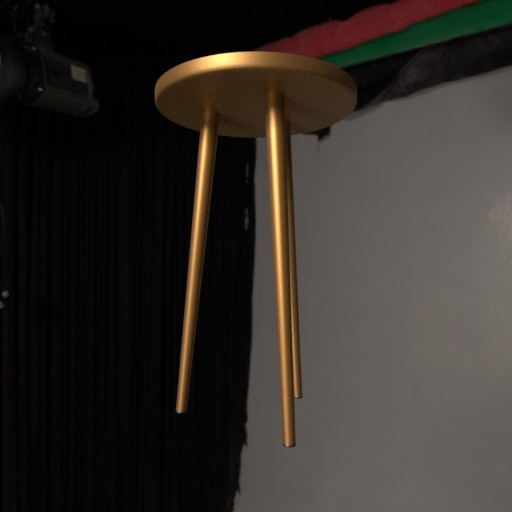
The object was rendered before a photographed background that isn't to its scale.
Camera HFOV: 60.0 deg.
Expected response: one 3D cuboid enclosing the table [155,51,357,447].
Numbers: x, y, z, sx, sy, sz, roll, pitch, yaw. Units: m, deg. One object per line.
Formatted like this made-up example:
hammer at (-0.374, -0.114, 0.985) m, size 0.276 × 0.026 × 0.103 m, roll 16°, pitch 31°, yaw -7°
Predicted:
table at (0.000, 0.000, 0.669) m, size 0.299 × 0.480 × 0.299 m, roll 0°, pitch -1°, yaw 35°
